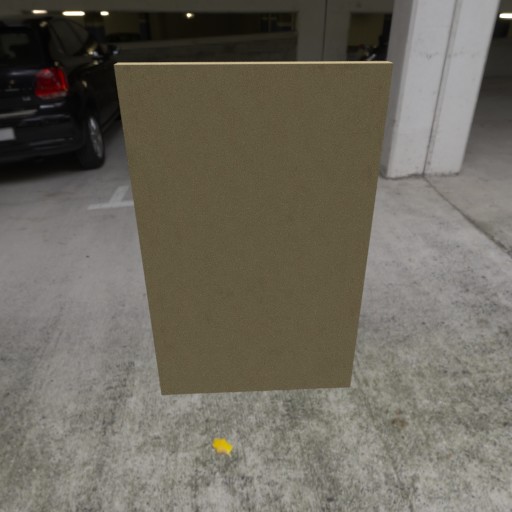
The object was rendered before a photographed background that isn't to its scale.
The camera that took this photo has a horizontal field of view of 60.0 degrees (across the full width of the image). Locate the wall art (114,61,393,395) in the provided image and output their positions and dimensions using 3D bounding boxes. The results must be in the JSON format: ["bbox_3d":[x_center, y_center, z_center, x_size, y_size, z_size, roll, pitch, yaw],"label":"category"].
[{"bbox_3d":[0.000,0.000,1.010,0.510,0.810,0.039,-2,29,-3],"label":"wall art"}]
